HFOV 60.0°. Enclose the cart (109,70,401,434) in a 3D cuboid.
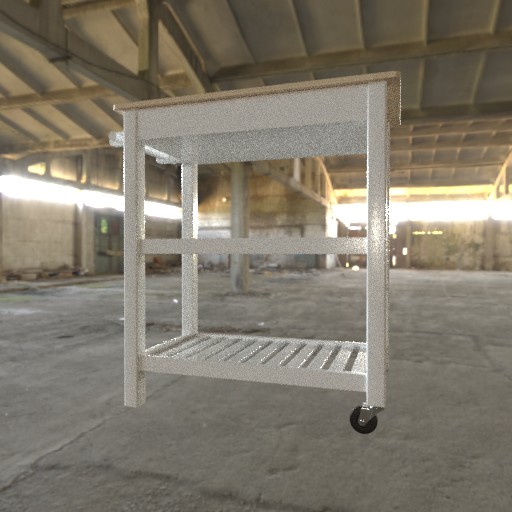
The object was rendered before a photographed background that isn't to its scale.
[{"bbox_3d":[0.000,0.000,1.455,0.899,0.927,0.457,0,1,18],"label":"cart"}]
